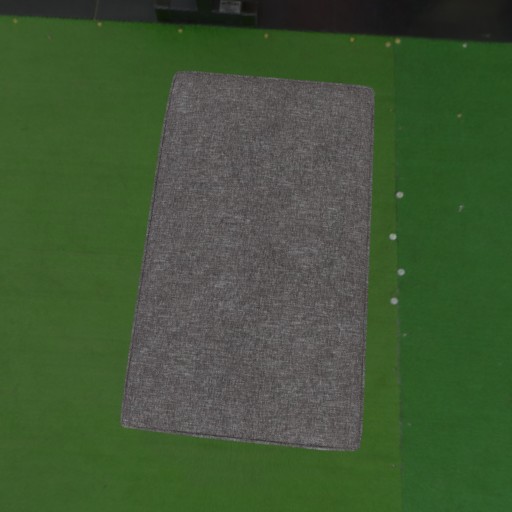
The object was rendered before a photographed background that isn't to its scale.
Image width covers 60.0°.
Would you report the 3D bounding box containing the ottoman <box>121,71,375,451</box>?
[{"bbox_3d":[0.000,0.000,1.562,0.717,0.487,1.184,6,76,1],"label":"ottoman"}]
